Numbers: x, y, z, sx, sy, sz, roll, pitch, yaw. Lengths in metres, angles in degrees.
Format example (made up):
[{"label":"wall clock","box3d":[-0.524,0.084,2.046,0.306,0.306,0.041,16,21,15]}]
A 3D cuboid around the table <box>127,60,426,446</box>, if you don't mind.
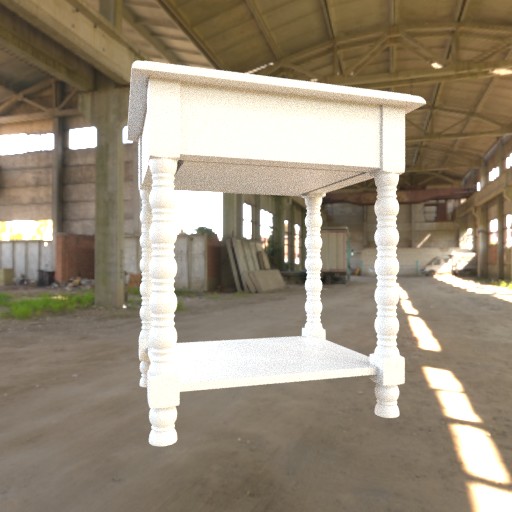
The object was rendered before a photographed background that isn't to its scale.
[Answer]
[{"label":"table","box3d":[0.000,0.000,0.831,0.460,0.531,0.381,0,0,-17]}]
